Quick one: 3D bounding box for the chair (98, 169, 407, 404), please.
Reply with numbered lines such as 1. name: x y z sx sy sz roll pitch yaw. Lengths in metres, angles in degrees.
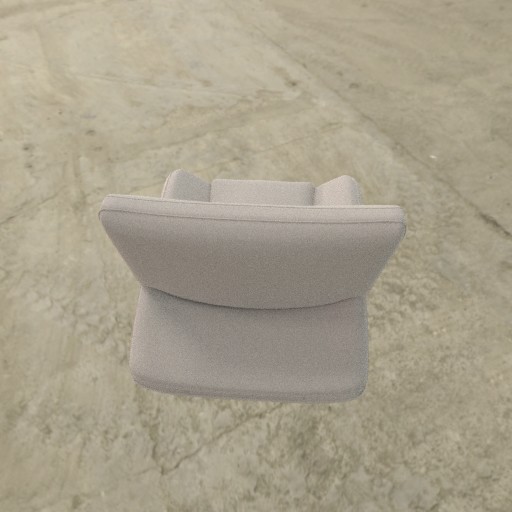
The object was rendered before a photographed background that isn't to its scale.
1. chair: 0.000 0.000 1.662 0.859 0.855 1.008 3 47 2
